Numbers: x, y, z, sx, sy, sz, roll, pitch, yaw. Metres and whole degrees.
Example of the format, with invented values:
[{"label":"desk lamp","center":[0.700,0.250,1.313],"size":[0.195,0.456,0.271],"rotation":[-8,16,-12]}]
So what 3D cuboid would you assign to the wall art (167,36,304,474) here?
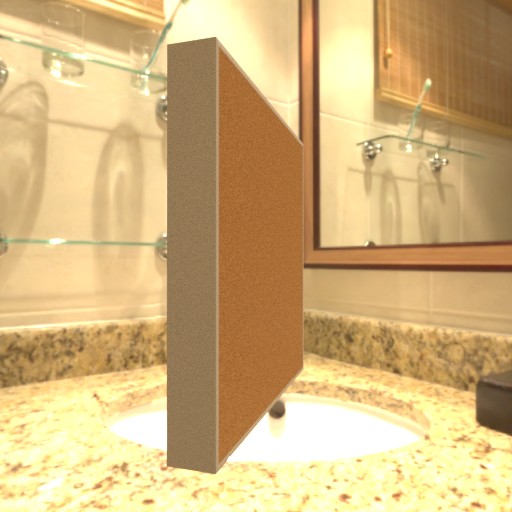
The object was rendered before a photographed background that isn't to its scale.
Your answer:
[{"label":"wall art","center":[0.000,0.000,0.459],"size":[0.038,0.304,0.305],"rotation":[0,0,18]}]
